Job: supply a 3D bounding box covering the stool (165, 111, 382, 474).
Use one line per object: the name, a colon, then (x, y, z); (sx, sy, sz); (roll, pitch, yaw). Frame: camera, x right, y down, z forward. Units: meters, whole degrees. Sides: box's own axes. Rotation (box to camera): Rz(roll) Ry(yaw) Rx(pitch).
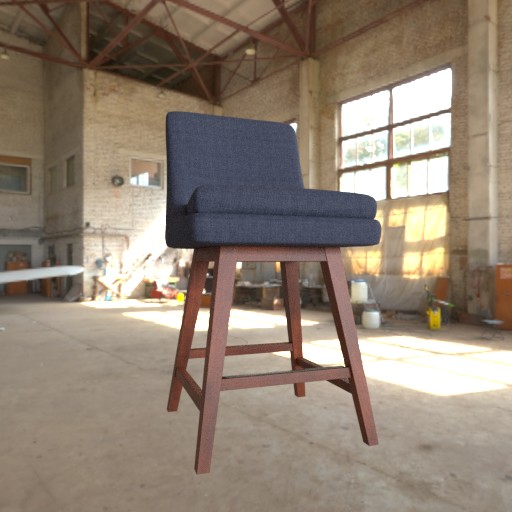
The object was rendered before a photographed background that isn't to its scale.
stool: (0.000, 0.000, 1.204); (0.467, 0.895, 0.524); (0, -1, -20)
